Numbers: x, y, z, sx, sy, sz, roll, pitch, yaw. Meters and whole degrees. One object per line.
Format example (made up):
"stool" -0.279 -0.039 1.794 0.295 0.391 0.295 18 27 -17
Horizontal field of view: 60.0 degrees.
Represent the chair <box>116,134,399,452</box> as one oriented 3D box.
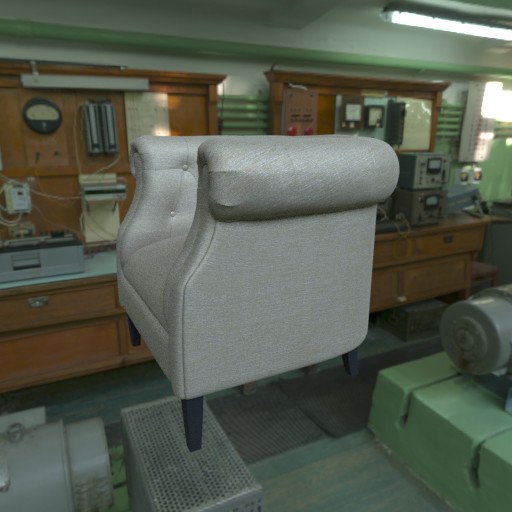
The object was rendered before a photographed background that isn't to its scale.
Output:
"chair" 0.000 0.000 1.569 0.852 0.827 0.905 -8 18 -26
